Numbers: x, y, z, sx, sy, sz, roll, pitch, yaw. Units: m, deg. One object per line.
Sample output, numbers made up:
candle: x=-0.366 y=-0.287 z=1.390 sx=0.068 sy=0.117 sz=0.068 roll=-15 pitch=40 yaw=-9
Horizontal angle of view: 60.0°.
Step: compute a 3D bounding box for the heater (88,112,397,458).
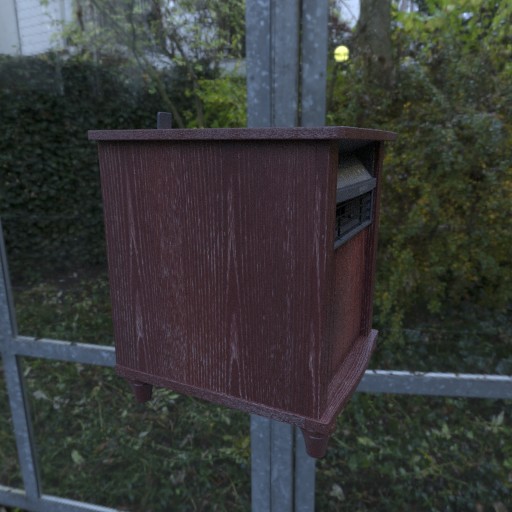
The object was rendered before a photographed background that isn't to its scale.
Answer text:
heater: x=0.000 y=0.000 z=0.763 sx=0.400 sy=0.481 sz=0.362 roll=7 pitch=16 yaw=25
